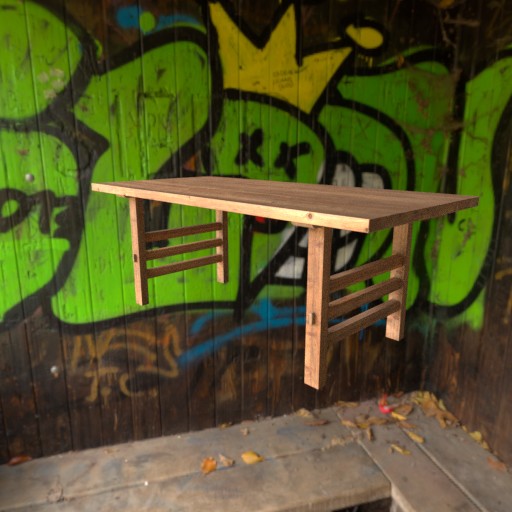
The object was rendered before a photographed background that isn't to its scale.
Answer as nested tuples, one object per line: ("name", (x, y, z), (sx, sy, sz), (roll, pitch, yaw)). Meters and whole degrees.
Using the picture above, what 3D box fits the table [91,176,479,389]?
("table", (0.000, 0.000, 2.525), (0.952, 0.760, 2.003), (-13, 19, -43))
